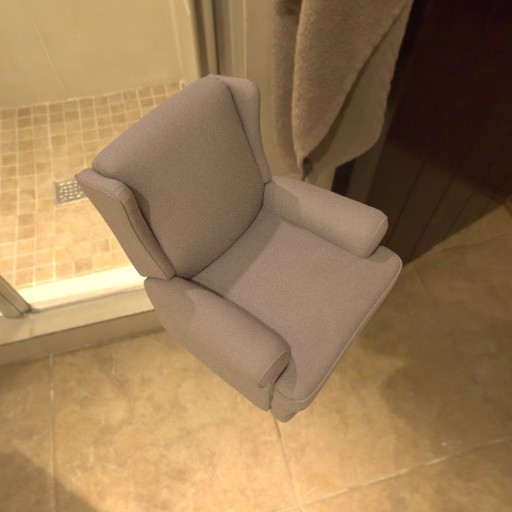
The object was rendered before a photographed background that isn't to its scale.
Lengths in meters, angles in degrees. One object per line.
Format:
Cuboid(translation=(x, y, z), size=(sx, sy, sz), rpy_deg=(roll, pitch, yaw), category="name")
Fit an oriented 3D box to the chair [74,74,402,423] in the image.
Cuboid(translation=(0.000, 0.000, 1.740), size=(0.969, 1.011, 0.847), rpy_deg=(34, 64, 19), category="chair")
